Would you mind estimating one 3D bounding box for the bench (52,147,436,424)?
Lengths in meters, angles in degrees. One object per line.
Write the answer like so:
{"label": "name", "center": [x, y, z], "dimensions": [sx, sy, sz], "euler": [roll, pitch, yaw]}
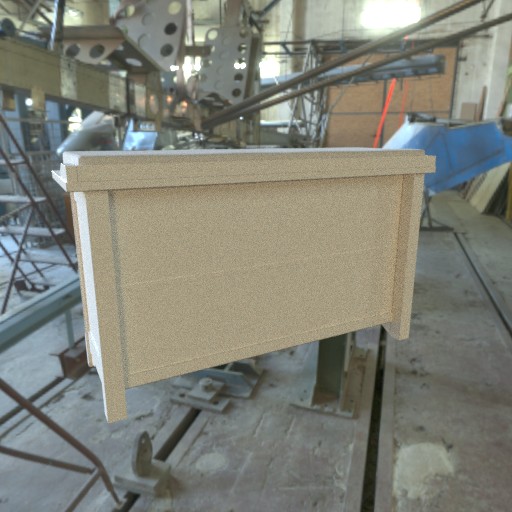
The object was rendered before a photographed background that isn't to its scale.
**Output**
{"label": "bench", "center": [0.000, 0.000, 1.262], "dimensions": [0.987, 0.589, 0.346], "euler": [-8, 17, -27]}
